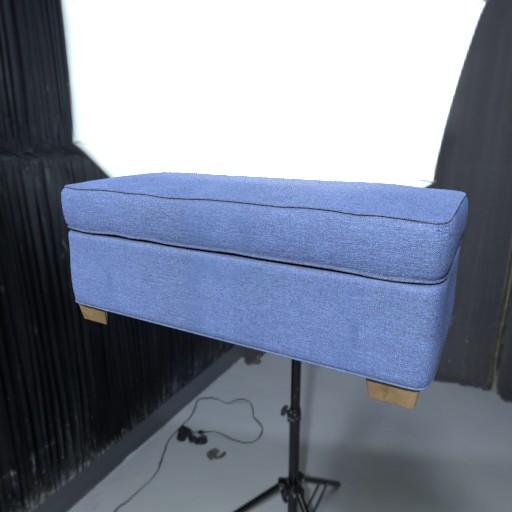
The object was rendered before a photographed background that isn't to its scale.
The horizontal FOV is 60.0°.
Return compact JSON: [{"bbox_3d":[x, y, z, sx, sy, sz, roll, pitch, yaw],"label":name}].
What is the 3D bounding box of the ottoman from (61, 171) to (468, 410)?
[{"bbox_3d":[0.000,0.000,1.342,1.110,0.460,0.515,8,18,27],"label":"ottoman"}]
